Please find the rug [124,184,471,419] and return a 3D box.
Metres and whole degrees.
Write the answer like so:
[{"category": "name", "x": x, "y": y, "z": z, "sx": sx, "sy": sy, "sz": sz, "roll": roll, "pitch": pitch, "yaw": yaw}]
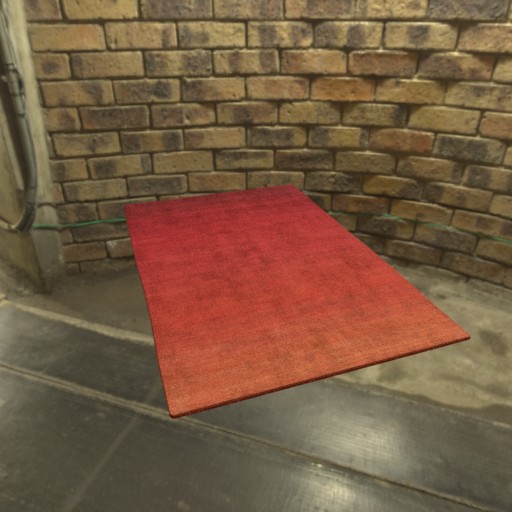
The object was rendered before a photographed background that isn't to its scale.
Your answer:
[{"category": "rug", "x": 0.000, "y": 0.000, "z": 2.367, "sx": 1.230, "sy": 0.018, "sz": 1.835, "roll": -10, "pitch": 31, "yaw": -17}]
